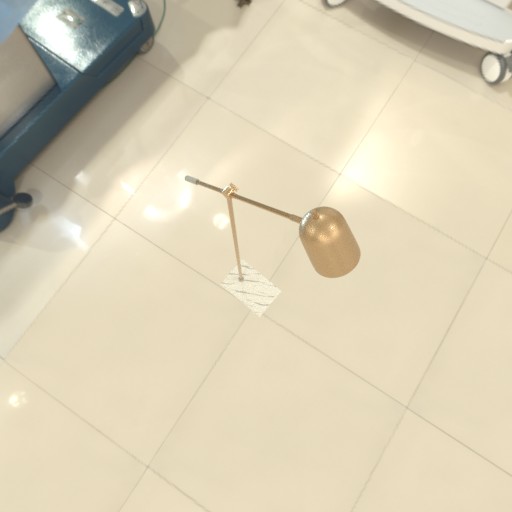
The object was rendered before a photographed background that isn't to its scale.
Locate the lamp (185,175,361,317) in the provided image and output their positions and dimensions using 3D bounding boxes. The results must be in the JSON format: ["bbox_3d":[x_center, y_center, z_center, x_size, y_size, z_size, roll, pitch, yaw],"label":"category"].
[{"bbox_3d":[0.000,0.000,1.807,0.653,1.594,0.194,39,78,10],"label":"lamp"}]
